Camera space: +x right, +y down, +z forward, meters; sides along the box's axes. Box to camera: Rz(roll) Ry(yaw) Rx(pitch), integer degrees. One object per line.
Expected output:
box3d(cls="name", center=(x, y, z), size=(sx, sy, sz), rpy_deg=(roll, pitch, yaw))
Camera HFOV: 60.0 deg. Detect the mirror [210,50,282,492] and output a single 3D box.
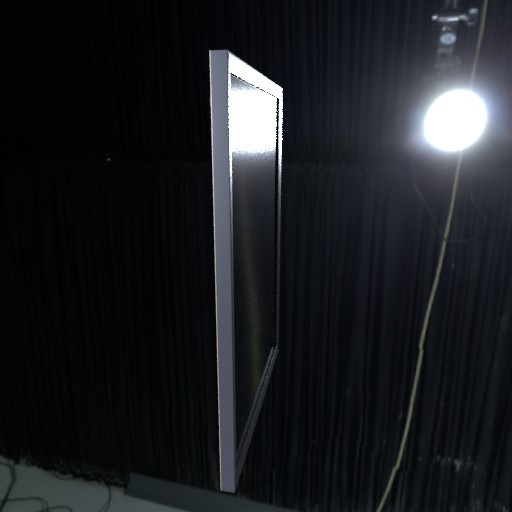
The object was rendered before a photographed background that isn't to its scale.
box3d(cls="mirror", center=(0.000, 0.000, 1.334), size=(0.040, 1.016, 0.762), rpy_deg=(3, 16, 11))
